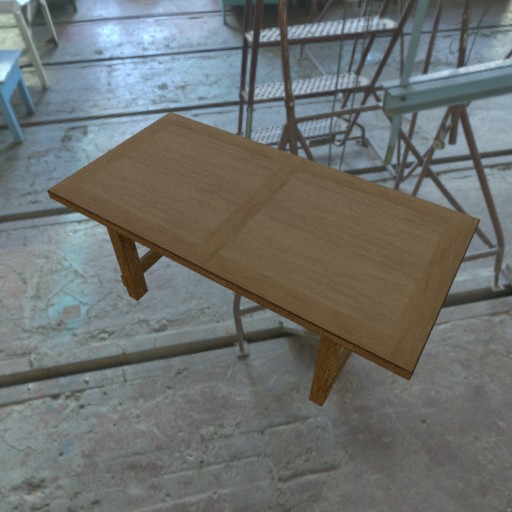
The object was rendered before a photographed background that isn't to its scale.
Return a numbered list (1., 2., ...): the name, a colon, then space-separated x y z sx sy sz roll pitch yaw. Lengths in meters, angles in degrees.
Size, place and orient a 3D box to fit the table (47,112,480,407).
1. table: 0.000 0.000 2.528 1.982 0.762 1.000 25 51 22
